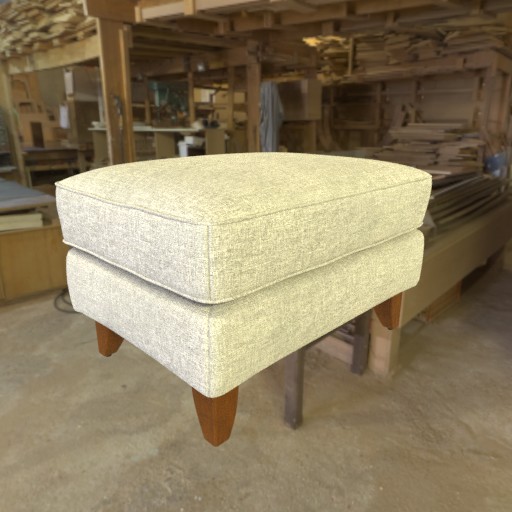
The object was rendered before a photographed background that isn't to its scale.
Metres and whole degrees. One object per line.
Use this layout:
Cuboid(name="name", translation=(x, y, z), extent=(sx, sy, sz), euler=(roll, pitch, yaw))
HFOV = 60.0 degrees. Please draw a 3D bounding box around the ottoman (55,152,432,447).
Cuboid(name="ottoman", translation=(0.000, 0.000, 1.285), extent=(0.661, 0.561, 0.889), euler=(17, 25, 42))
